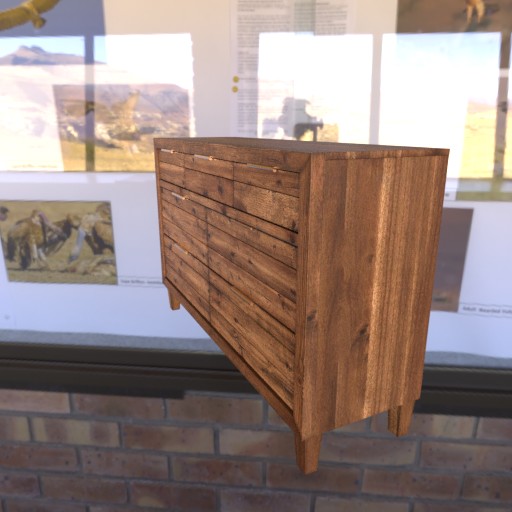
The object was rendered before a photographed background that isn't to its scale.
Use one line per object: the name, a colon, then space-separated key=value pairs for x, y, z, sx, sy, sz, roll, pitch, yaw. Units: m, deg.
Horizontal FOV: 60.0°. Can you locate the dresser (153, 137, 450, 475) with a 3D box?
dresser: x=0.000 y=0.000 z=1.783 sx=0.438 sy=0.892 sz=1.387 roll=-8 pitch=18 yaw=-26
